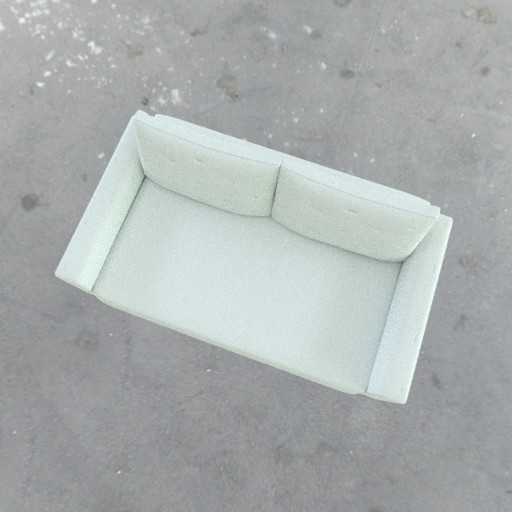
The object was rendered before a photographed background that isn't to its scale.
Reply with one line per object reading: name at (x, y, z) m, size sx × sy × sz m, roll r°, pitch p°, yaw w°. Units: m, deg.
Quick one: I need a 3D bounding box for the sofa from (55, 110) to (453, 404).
sofa at (0.000, 0.000, 2.140) m, size 1.650 × 0.790 × 0.920 m, roll 19°, pitch 76°, yaw 5°
